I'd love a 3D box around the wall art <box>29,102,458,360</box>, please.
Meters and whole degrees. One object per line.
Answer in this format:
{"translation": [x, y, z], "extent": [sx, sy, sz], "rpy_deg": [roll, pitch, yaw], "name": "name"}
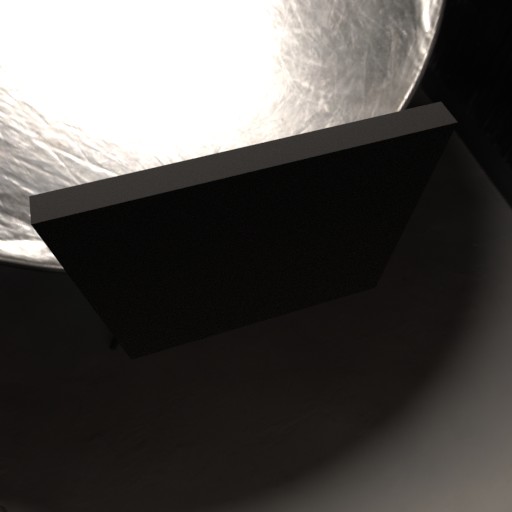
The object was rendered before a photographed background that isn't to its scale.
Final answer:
{"translation": [0.000, 0.000, 0.527], "extent": [0.381, 0.330, 0.031], "rpy_deg": [-15, 60, -9], "name": "wall art"}
